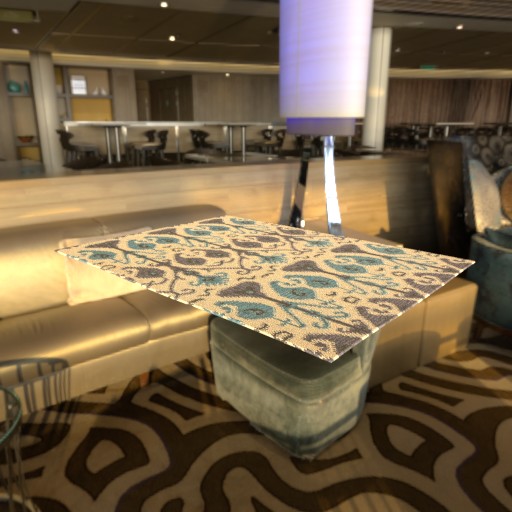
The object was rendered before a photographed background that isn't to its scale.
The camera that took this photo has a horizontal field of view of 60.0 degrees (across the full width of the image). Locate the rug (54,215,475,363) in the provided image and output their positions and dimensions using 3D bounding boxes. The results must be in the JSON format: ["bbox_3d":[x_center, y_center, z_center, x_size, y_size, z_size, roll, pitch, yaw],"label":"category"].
[{"bbox_3d":[0.000,0.000,2.946,2.261,0.013,1.676,14,22,40],"label":"rug"}]
